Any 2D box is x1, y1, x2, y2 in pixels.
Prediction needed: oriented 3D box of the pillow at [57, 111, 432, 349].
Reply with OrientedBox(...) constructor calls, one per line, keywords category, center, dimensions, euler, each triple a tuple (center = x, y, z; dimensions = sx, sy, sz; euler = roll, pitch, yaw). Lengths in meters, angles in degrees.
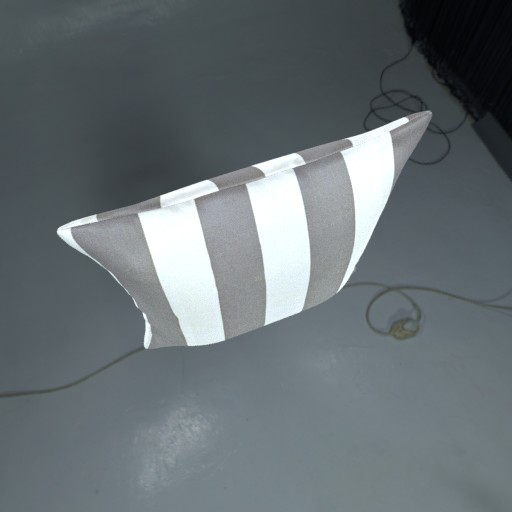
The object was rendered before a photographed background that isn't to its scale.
OrientedBox(category="pillow", center=(0.000, 0.000, 0.794), dimensions=(0.522, 0.507, 0.192), euler=(-19, 64, -10))
